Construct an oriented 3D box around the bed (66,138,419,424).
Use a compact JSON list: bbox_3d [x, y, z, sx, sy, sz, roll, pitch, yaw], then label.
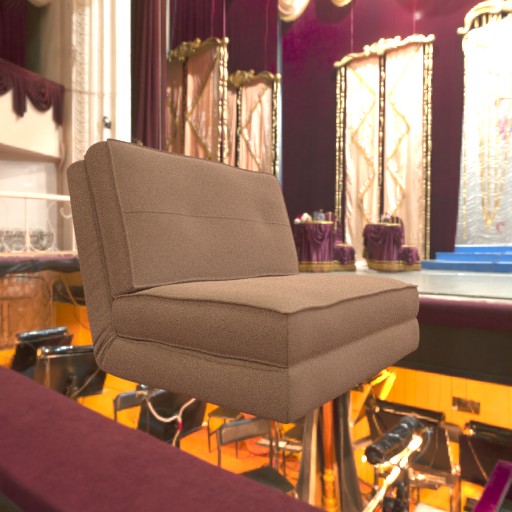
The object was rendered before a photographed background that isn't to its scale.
[{"bbox_3d":[0.000,0.000,1.313,0.749,0.614,0.799,1,1,37],"label":"bed"}]
